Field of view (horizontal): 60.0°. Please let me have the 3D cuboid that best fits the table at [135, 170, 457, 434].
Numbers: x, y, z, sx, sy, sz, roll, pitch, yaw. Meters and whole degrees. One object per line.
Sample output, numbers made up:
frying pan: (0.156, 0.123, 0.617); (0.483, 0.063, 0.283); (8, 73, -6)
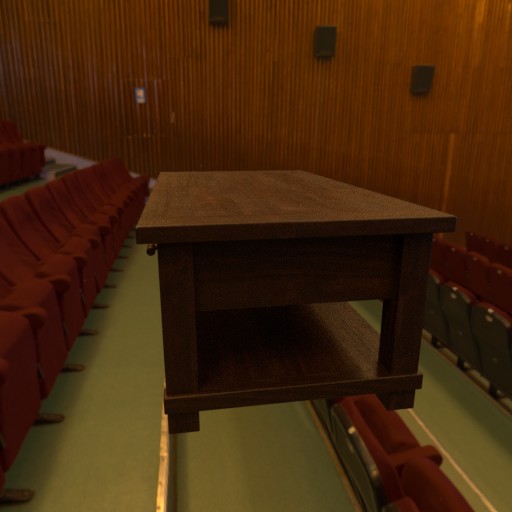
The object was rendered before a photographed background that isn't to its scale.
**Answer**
table: (0.000, 0.000, 1.573); (0.700, 0.494, 1.270); (-3, 16, -9)
